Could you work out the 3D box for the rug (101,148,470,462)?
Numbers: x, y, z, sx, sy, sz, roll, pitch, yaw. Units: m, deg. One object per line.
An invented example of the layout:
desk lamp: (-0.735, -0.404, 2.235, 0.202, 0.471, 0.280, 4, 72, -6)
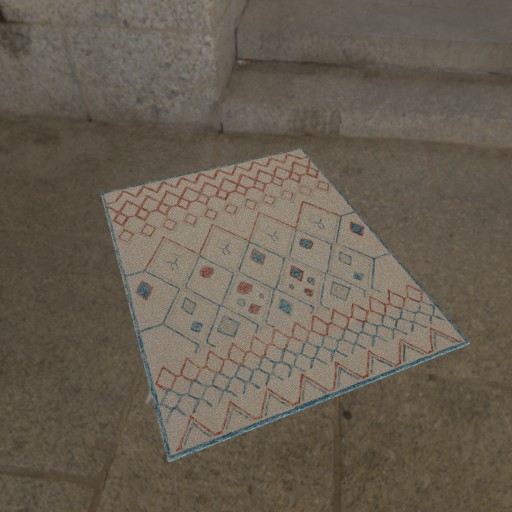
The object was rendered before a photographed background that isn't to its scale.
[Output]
rug: (0.000, 0.000, 4.180, 2.441, 0.016, 3.050, -16, 48, -15)
